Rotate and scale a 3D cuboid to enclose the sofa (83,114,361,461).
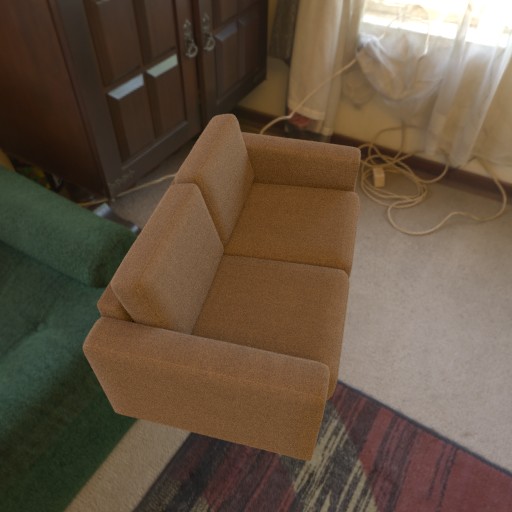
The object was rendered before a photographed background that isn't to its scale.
[{"bbox_3d":[0.000,0.000,2.094,0.900,0.800,1.520,10,47,9],"label":"sofa"}]
